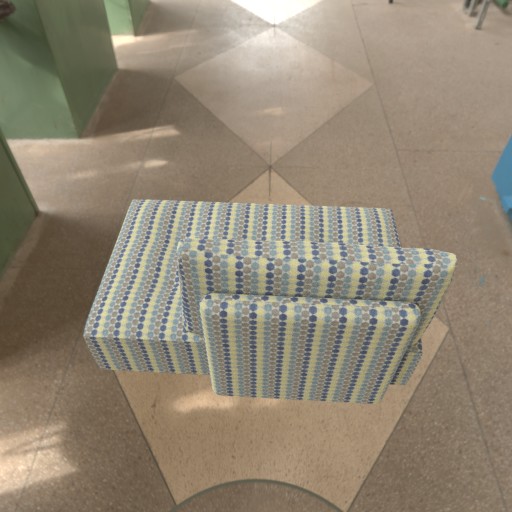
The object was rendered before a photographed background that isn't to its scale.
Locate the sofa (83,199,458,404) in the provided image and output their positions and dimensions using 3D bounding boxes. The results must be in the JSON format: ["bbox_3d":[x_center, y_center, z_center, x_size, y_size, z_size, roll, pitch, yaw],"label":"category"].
[{"bbox_3d":[0.000,0.000,2.023,1.450,0.820,1.000,2,48,2],"label":"sofa"}]
